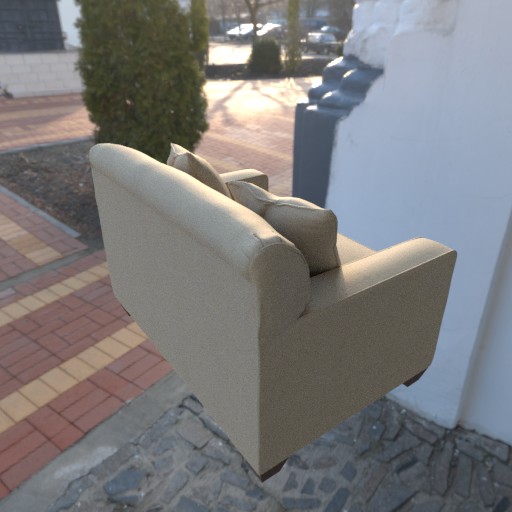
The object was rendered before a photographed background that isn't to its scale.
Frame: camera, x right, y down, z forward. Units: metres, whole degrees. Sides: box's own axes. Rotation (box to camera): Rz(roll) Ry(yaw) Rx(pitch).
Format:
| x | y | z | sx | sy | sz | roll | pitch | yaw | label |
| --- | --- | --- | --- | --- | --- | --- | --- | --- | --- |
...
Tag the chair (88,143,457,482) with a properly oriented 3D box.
| x | y | z | sx | sy | sz | roll | pitch | yaw | label |
| --- | --- | --- | --- | --- | --- | --- | --- | --- | --- |
| 0.000 | 0.000 | 2.016 | 1.000 | 0.948 | 1.383 | -18 | 32 | -31 | chair |
